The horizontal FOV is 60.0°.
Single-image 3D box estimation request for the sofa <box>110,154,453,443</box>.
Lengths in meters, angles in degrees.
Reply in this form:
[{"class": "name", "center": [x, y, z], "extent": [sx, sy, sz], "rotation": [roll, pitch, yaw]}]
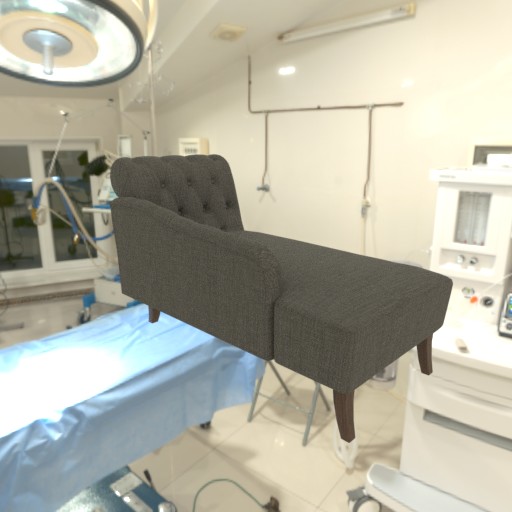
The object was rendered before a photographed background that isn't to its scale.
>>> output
[{"class": "sofa", "center": [0.000, 0.000, 1.844], "extent": [1.379, 0.787, 0.675], "rotation": [14, 20, 43]}]
